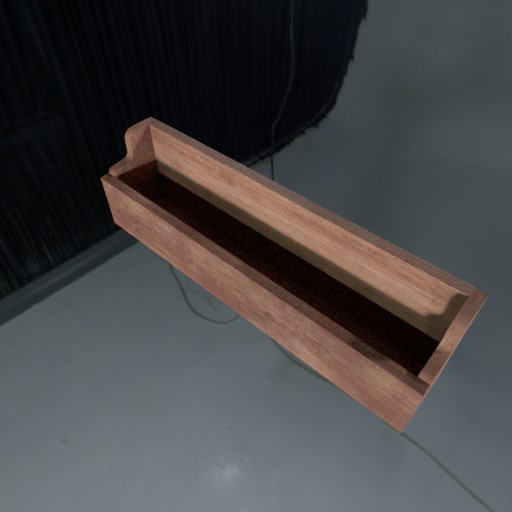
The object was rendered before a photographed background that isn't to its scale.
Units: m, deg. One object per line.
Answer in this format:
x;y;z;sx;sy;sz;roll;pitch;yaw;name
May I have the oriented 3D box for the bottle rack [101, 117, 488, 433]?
0.000;0.000;0.690;0.608;0.196;0.126;33;55;27;bottle rack
